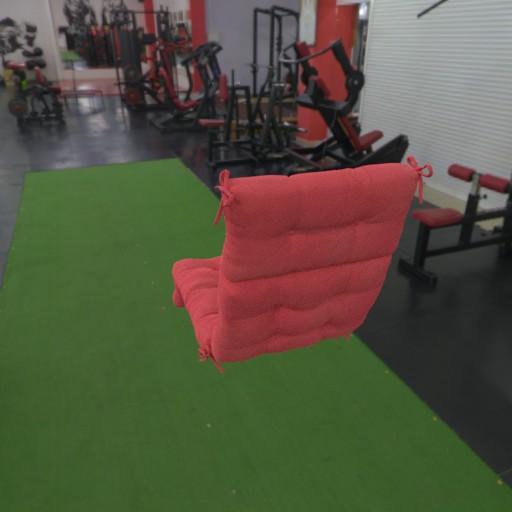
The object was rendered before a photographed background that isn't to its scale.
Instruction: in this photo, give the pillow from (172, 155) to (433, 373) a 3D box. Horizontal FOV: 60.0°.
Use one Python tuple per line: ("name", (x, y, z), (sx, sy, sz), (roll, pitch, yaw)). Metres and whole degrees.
("pillow", (0.000, 0.000, 1.536), (0.526, 0.863, 1.016), (-9, 27, -18))
